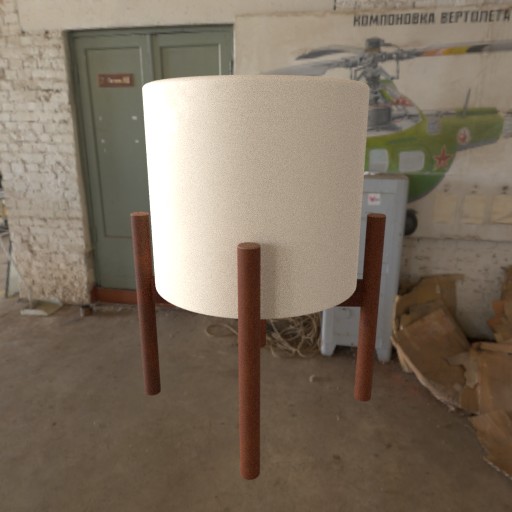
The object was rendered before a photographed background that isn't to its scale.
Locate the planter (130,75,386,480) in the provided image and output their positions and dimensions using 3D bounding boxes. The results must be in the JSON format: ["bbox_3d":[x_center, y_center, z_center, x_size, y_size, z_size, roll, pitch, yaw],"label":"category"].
[{"bbox_3d":[0.000,0.000,0.499,0.224,0.358,0.224,-14,22,-40],"label":"planter"}]
